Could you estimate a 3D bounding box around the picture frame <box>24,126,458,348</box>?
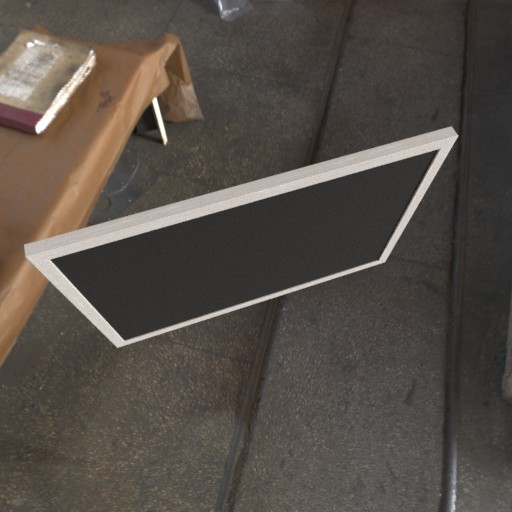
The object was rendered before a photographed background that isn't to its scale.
[{"bbox_3d":[0.000,0.000,1.215,0.950,0.640,0.029,-17,64,-8],"label":"picture frame"}]
